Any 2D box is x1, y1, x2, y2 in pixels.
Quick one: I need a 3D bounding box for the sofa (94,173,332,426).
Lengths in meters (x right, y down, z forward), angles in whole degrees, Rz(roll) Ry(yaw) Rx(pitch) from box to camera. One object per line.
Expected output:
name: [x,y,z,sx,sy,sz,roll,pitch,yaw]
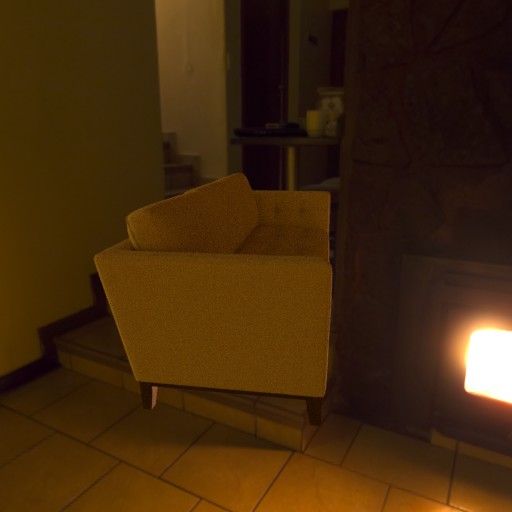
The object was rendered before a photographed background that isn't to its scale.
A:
sofa: [0.000,0.000,2.940,0.965,0.940,2.388,2,15,9]
